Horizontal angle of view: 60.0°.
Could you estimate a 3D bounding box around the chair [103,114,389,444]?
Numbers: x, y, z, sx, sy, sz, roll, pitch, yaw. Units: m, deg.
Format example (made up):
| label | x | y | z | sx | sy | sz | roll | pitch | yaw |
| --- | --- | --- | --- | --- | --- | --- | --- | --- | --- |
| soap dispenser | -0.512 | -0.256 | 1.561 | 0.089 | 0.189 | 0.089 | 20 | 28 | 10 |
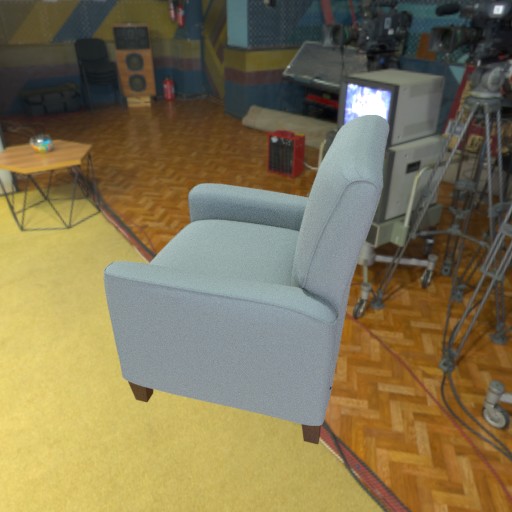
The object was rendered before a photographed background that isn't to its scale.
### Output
| label | x | y | z | sx | sy | sz | roll | pitch | yaw |
| --- | --- | --- | --- | --- | --- | --- | --- | --- | --- |
| chair | 0.000 | 0.000 | 1.700 | 0.846 | 1.007 | 0.853 | 8 | 31 | 14 |
